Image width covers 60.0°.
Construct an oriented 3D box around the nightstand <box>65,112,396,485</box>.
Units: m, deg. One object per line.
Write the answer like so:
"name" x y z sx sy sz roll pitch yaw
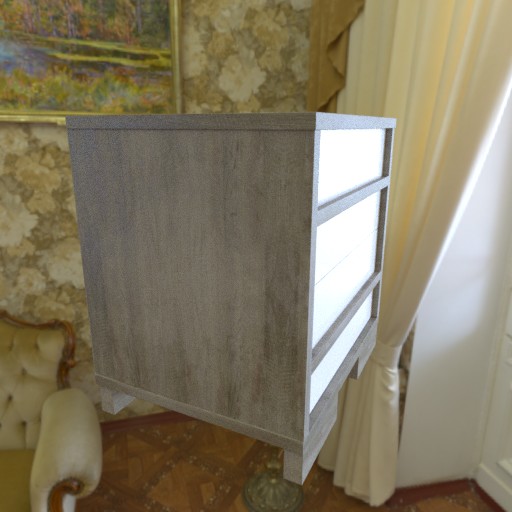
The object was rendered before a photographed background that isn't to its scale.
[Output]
"nightstand" 0.000 0.000 0.748 0.347 0.448 0.427 8 18 26
